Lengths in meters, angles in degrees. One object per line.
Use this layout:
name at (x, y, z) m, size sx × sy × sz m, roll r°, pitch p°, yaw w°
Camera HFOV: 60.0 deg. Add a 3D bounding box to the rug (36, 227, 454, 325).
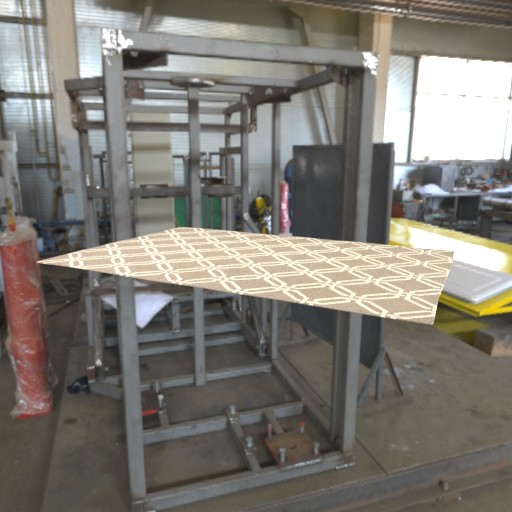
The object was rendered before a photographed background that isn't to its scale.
rug at (0.000, 0.000, 2.184) m, size 1.748 × 0.010 × 1.142 m, roll 6°, pitch 14°, yaw 26°
